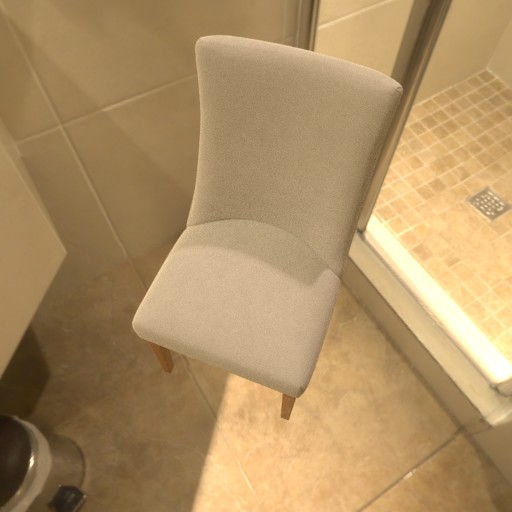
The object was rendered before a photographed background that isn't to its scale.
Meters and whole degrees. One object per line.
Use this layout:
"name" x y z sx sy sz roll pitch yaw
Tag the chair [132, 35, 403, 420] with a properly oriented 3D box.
"chair" 0.000 0.000 1.227 0.495 0.902 0.610 18 61 11
